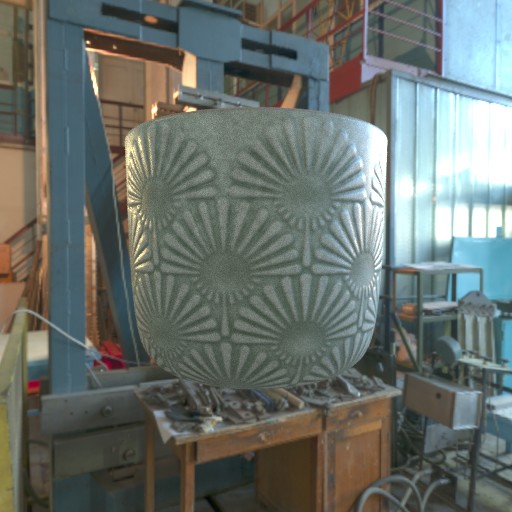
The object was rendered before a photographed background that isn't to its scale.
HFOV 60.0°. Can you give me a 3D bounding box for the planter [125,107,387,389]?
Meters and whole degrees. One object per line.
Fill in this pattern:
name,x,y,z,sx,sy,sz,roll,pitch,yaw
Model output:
planter,0.000,0.000,0.219,0.124,0.109,0.124,0,1,0
